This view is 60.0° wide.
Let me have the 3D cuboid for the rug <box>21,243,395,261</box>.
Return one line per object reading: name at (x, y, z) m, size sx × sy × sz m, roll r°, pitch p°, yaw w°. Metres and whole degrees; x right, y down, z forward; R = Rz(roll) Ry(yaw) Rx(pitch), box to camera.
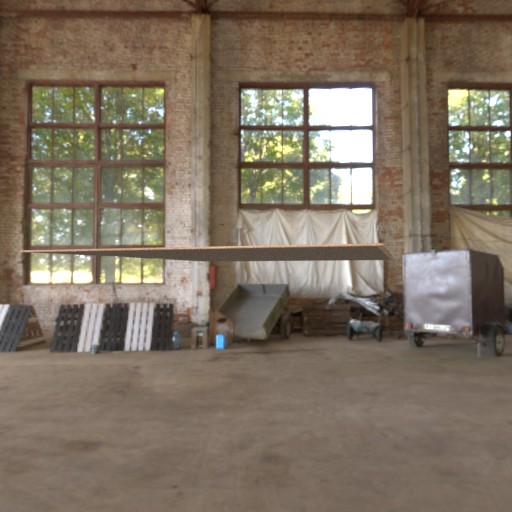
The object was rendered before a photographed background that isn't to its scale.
rug at (0.000, 0.000, 4.126) m, size 2.431 × 0.021 × 3.057 m, roll -1°, pitch -2°, yaw 18°
